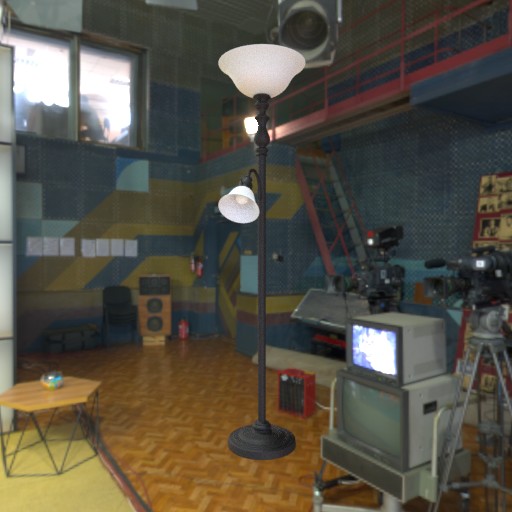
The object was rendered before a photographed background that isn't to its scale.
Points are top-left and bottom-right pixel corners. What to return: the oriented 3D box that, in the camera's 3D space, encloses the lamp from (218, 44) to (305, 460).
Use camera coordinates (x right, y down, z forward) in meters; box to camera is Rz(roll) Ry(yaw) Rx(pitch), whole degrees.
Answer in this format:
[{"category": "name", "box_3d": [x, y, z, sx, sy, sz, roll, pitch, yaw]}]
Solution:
[{"category": "lamp", "box_3d": [0.000, 0.000, 1.994, 0.405, 1.793, 0.588, 0, 0, 17]}]
